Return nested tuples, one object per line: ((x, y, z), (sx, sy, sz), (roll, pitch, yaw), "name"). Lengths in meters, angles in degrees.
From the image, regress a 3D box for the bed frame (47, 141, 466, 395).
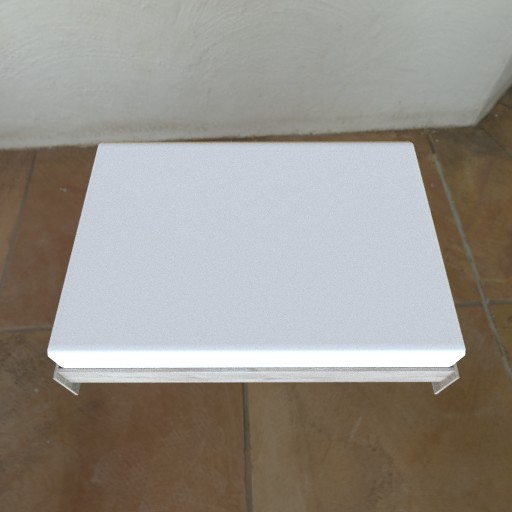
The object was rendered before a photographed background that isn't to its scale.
((0.000, 0.000, 2.551), (1.945, 0.497, 1.445), (0, 59, 0), "bed frame")
